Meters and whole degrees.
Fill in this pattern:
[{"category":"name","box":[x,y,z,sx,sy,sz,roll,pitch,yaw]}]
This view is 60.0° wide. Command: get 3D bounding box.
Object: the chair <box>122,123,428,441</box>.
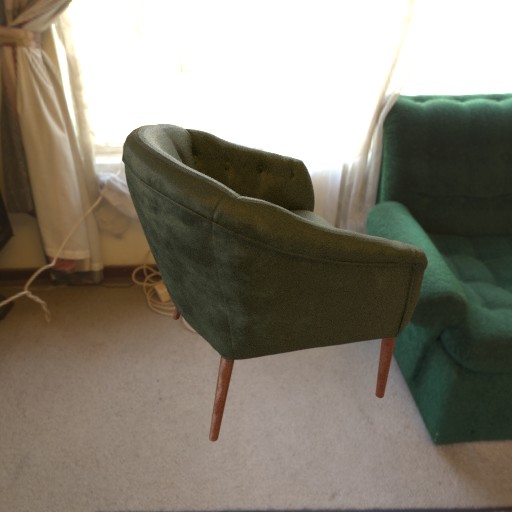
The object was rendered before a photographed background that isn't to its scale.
[{"category":"chair","box":[0.000,0.000,1.514,0.776,0.885,0.851,-10,32,-17]}]
